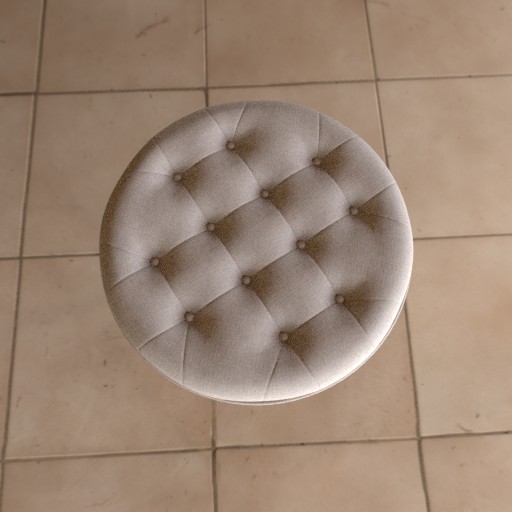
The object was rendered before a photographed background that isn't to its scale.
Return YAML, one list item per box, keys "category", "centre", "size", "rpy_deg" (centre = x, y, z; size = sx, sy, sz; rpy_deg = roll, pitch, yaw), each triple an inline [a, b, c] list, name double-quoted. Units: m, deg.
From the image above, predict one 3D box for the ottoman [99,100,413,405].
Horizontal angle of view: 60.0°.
- category: "ottoman"
  centre: [0.000, 0.000, 1.365]
  size: [0.849, 0.478, 0.849]
  rpy_deg: [0, 76, 0]
